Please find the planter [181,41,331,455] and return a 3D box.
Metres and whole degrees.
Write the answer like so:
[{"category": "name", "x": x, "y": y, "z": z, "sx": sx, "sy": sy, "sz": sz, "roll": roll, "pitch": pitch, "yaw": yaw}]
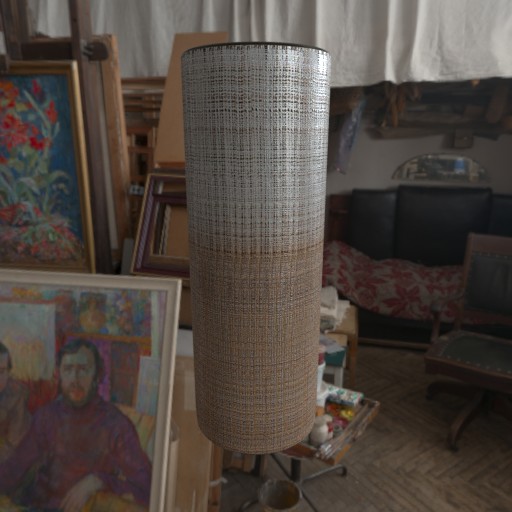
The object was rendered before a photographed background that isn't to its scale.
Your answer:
[{"category": "planter", "x": 0.000, "y": 0.000, "z": 0.332, "sx": 0.099, "sy": 0.278, "sz": 0.099, "roll": -8, "pitch": 18, "yaw": -26}]
